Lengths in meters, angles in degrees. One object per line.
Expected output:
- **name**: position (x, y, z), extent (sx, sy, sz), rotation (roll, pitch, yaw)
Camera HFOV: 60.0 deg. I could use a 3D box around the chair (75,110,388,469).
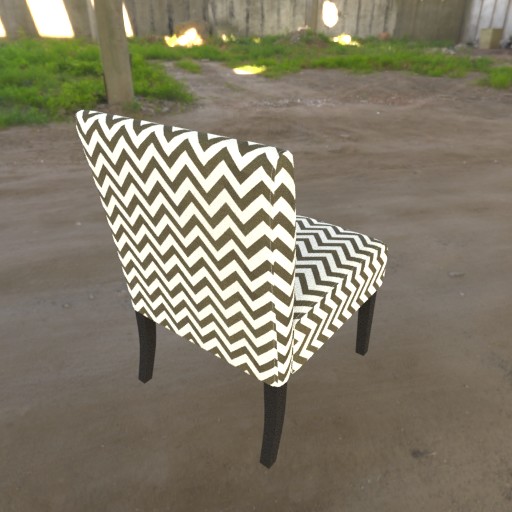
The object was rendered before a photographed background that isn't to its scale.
- **chair**: position (0.000, 0.000, 1.280), extent (0.589, 0.838, 0.648), rotation (20, 35, 33)
